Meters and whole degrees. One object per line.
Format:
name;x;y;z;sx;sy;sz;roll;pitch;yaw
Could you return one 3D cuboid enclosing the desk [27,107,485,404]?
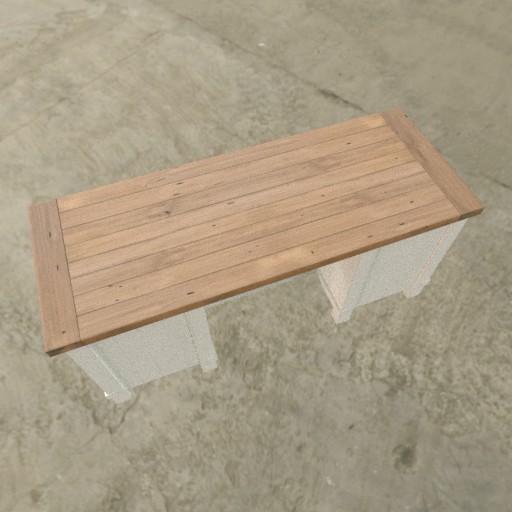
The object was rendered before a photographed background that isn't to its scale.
desk;0.000;0.000;2.186;1.803;0.760;0.688;-18;59;-11
